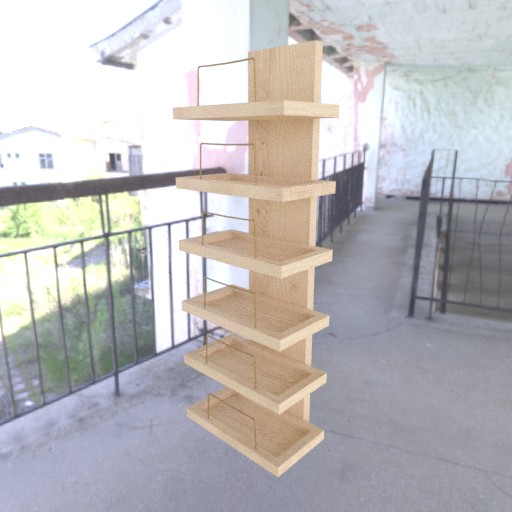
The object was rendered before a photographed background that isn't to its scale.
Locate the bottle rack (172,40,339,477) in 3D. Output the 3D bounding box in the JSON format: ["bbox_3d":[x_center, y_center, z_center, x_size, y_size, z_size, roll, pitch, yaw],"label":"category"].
[{"bbox_3d":[0.000,0.000,1.064,0.330,0.943,0.206,14,21,41],"label":"bottle rack"}]
